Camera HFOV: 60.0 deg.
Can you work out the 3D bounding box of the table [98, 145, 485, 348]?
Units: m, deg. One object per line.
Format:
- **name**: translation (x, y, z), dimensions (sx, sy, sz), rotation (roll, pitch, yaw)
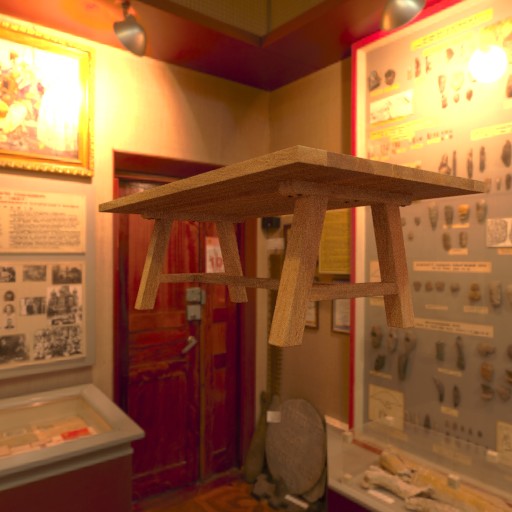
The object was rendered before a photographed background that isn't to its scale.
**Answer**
- **table**: translation (0.000, 0.000, 1.656), dimensions (0.760, 0.455, 1.320), rotation (0, 0, -36)
